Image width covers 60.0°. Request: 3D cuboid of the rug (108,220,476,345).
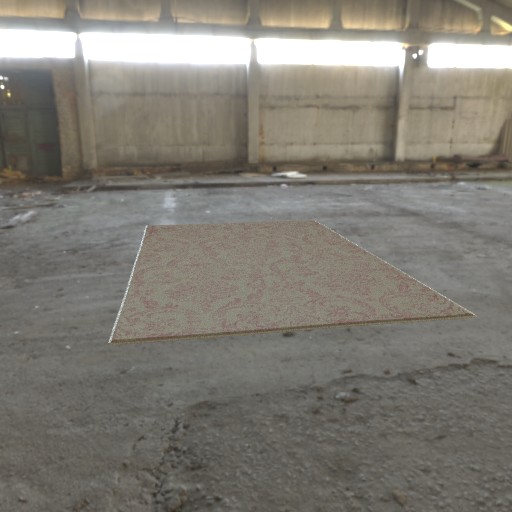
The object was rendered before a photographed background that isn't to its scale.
[{"bbox_3d":[0.000,0.000,3.421,1.819,0.018,2.746,-3,15,-10],"label":"rug"}]
